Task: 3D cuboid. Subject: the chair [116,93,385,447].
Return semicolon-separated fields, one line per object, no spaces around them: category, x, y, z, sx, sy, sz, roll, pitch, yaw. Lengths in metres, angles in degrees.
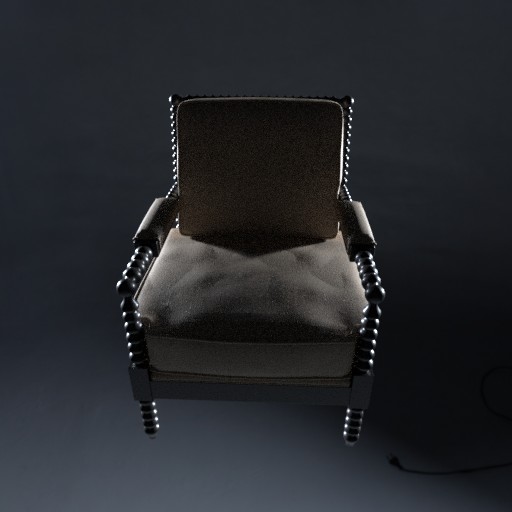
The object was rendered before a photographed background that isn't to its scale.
chair;0.000;0.000;1.162;0.555;0.703;0.657;1;30;2
